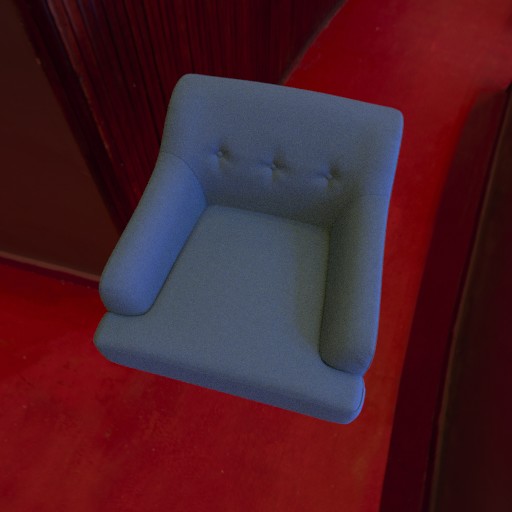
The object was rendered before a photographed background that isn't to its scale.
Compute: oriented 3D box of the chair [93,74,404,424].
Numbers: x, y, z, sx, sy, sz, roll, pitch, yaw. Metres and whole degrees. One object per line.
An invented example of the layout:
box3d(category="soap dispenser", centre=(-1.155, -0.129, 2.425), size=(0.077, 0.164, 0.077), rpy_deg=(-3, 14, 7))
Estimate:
box3d(category="chair", centre=(0.000, 0.000, 1.659), size=(0.946, 0.818, 0.951), rpy_deg=(13, 59, 8))
